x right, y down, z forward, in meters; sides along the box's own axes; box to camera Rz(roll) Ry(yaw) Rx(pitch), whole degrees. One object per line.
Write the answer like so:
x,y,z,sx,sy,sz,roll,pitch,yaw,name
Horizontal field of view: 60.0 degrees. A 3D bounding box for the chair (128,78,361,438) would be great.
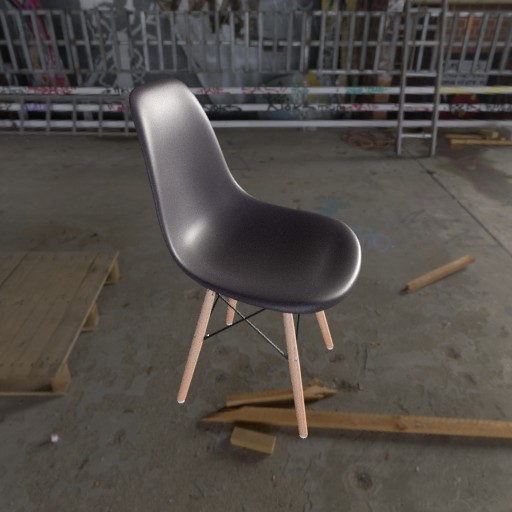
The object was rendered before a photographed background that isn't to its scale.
0.000,0.000,1.155,0.533,0.825,0.470,10,32,17,chair
